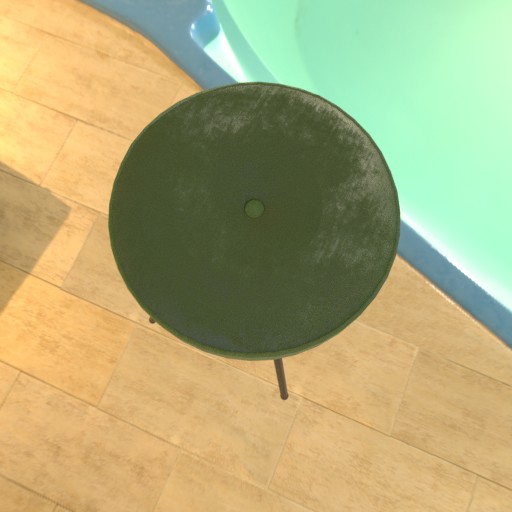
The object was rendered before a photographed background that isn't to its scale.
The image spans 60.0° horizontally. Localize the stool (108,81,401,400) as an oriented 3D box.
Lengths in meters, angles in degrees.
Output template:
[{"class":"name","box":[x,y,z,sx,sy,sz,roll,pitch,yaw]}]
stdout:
[{"class":"stool","box":[0.000,0.000,0.914,0.430,0.595,0.457,28,77,7]}]
